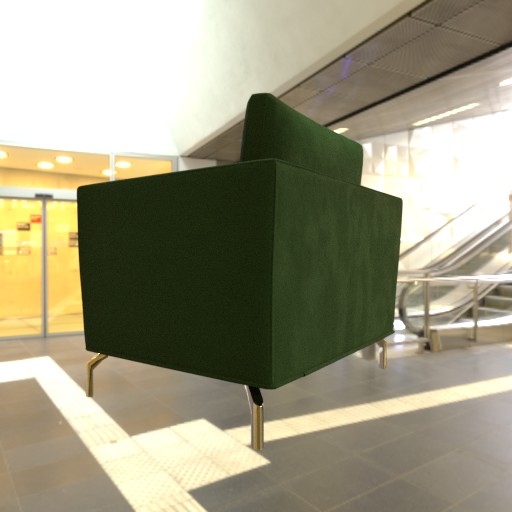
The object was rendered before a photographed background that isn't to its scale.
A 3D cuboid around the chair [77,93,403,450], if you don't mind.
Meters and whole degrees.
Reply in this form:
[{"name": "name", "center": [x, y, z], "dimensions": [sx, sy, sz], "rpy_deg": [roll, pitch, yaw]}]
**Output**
[{"name": "chair", "center": [0.000, 0.000, 1.753], "dimensions": [0.852, 0.997, 1.047], "rpy_deg": [0, 1, 35]}]
